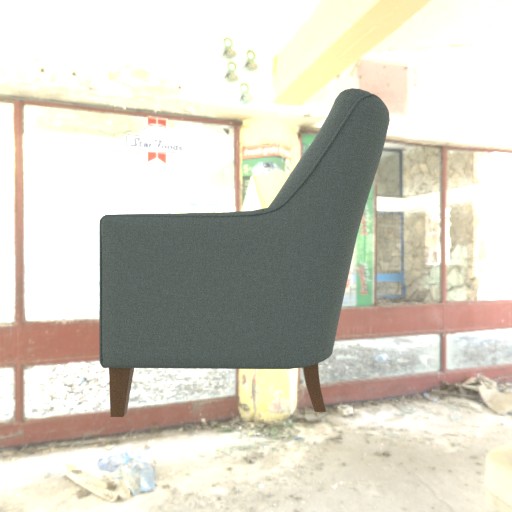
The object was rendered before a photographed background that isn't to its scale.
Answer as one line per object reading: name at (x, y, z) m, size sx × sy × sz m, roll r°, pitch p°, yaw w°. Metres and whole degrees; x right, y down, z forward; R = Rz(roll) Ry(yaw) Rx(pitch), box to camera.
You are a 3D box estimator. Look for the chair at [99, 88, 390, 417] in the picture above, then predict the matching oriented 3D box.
chair at (0.000, 0.000, 1.572) m, size 0.879 × 0.916 × 0.756 m, roll 0°, pitch 0°, yaw 2°
